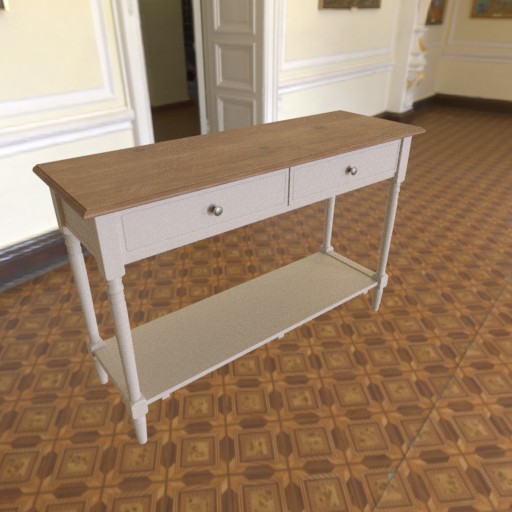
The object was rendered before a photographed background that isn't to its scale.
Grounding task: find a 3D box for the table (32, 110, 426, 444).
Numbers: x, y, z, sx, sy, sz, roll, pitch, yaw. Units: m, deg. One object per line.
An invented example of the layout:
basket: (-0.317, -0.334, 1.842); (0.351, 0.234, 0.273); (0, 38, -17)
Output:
table: (0.000, 0.000, 1.574); (1.219, 0.800, 0.399); (-21, 35, -32)
